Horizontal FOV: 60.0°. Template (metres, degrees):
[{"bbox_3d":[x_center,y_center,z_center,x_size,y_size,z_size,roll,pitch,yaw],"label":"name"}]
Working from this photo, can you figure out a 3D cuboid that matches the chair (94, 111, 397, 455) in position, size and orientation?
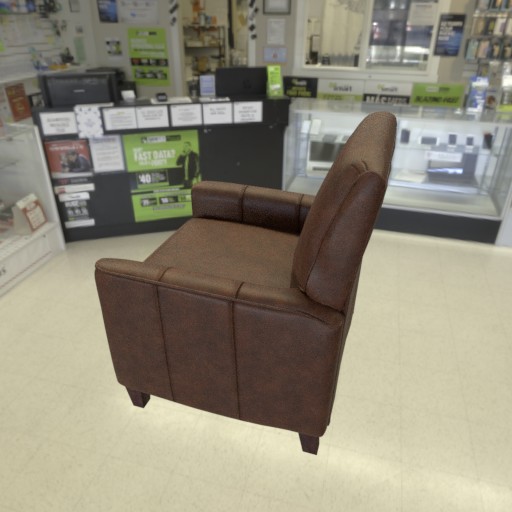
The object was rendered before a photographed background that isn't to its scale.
[{"bbox_3d":[0.000,0.000,1.620,0.850,1.010,0.839,9,31,15],"label":"chair"}]
